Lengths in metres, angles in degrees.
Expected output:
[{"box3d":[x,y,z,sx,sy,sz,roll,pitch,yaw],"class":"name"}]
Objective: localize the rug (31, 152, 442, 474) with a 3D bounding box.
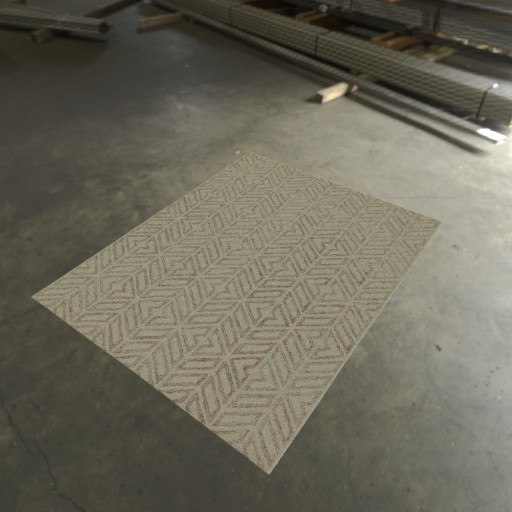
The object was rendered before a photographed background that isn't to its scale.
[{"box3d":[0.000,0.000,4.075,2.421,0.008,3.045,26,48,26],"class":"rug"}]
